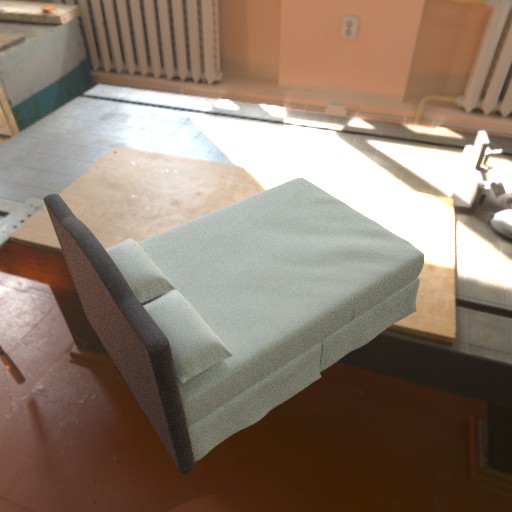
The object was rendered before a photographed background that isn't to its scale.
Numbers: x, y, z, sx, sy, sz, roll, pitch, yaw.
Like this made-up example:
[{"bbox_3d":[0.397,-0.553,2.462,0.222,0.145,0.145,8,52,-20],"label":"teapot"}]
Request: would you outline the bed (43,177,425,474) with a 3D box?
[{"bbox_3d":[0.000,0.000,3.573,2.507,1.441,1.741,-26,47,-27],"label":"bed"}]
